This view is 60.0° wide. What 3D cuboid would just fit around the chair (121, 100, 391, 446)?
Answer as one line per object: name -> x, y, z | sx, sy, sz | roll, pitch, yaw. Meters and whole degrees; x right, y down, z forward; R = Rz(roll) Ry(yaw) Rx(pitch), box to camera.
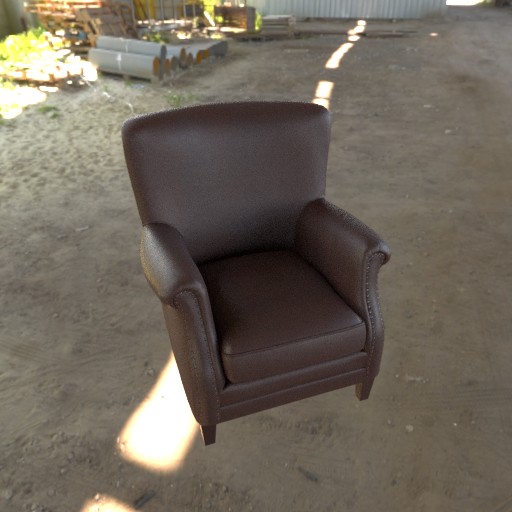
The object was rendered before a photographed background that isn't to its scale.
chair -> 0.000, 0.000, 1.396 | 0.700, 0.800, 0.746 | -10, 33, -16
